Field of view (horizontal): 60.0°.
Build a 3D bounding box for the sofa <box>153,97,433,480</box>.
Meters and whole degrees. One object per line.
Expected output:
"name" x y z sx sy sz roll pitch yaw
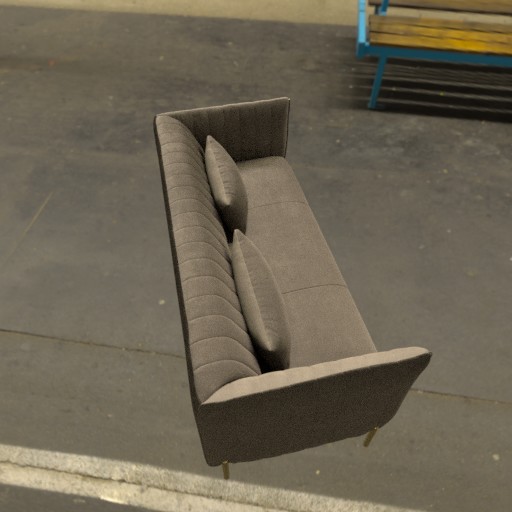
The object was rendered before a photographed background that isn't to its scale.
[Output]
"sofa" 0.000 0.000 2.414 0.876 0.780 1.980 -10 49 -9
